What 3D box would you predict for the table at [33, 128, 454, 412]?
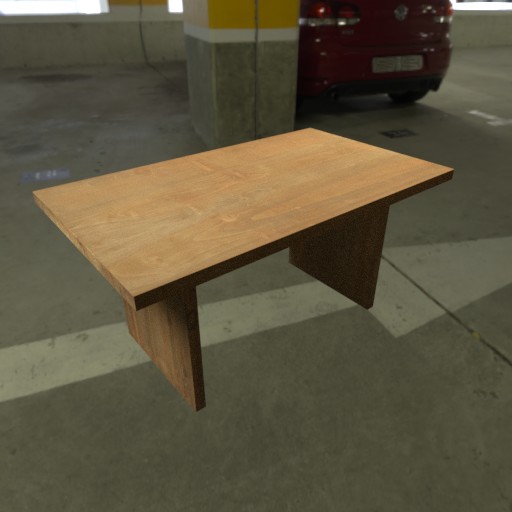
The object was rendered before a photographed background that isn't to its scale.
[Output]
[{"bbox_3d":[0.000,0.000,2.144,1.609,0.780,0.946,-22,37,-33],"label":"table"}]
